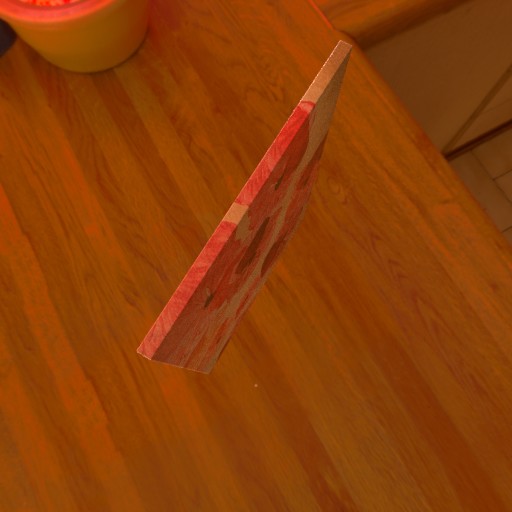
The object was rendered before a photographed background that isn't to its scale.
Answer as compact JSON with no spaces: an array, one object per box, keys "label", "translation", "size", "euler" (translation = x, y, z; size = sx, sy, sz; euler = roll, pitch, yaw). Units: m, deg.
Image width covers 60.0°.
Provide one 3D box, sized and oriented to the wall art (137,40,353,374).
[{"label":"wall art","translation":[0.000,0.000,1.343],"size":[0.031,1.015,0.762],"euler":[30,76,8]}]
